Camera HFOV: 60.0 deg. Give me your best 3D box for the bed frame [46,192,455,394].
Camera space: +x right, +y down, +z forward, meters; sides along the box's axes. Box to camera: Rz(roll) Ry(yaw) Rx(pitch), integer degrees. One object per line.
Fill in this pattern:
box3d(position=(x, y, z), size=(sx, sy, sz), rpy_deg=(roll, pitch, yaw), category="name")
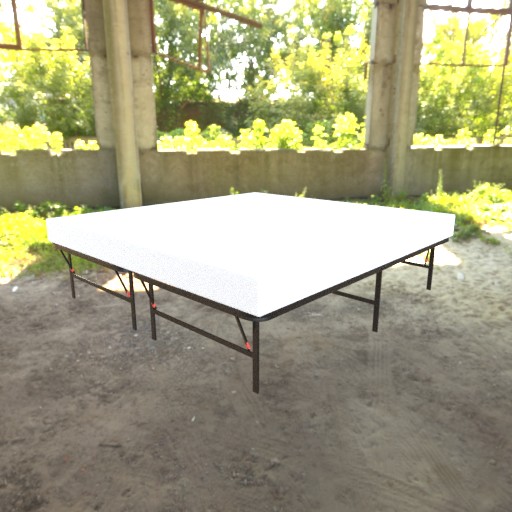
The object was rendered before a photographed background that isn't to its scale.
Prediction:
box3d(position=(0.000, 0.000, 3.095), size=(1.930, 0.559, 2.032), rpy_deg=(14, 20, 41), category="bed frame")
